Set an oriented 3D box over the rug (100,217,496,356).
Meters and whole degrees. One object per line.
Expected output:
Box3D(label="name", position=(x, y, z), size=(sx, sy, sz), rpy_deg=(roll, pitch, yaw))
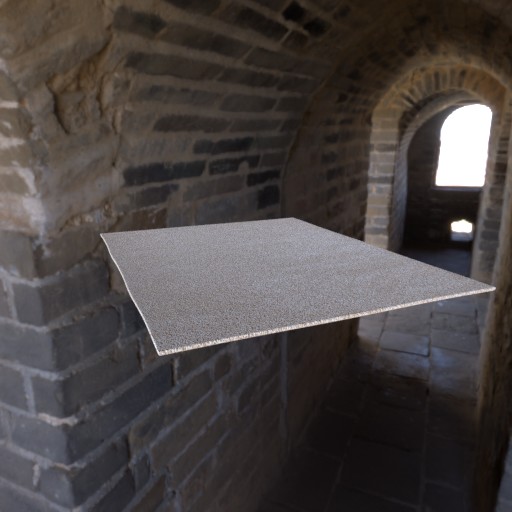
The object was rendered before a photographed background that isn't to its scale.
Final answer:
Box3D(label="rug", position=(0.000, 0.000, 4.007), size=(2.400, 0.026, 3.000), rpy_deg=(-7, 17, -23))
